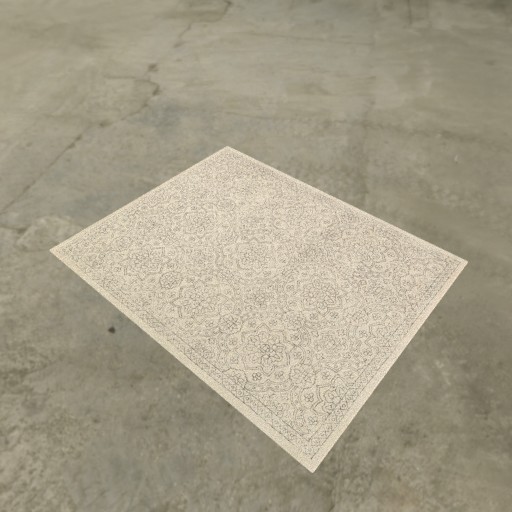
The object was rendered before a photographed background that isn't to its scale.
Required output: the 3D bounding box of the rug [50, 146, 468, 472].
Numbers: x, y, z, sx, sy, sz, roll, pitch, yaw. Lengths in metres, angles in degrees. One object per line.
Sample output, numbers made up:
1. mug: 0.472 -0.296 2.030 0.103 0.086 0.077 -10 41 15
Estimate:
1. rug: 0.000 0.000 4.129 3.050 0.015 2.441 32 53 28
